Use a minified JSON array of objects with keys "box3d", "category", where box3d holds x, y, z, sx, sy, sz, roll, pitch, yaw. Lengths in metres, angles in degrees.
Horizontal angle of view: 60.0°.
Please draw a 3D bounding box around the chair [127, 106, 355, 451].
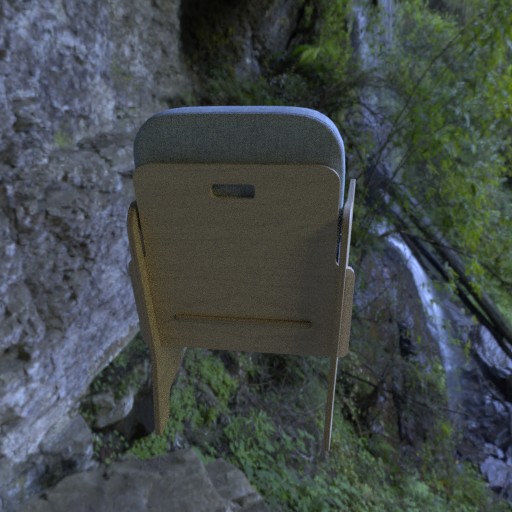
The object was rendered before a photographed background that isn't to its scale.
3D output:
[{"box3d":[0.000,0.000,1.284,0.590,0.800,0.710,2,17,7],"category":"chair"}]
